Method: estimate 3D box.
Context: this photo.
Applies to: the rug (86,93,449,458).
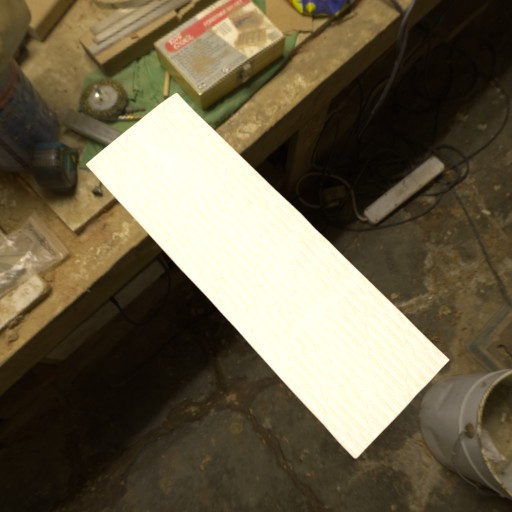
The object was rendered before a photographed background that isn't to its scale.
[{"bbox_3d":[0.000,0.000,2.734,0.793,0.014,2.450,-42,79,-10],"label":"rug"}]
